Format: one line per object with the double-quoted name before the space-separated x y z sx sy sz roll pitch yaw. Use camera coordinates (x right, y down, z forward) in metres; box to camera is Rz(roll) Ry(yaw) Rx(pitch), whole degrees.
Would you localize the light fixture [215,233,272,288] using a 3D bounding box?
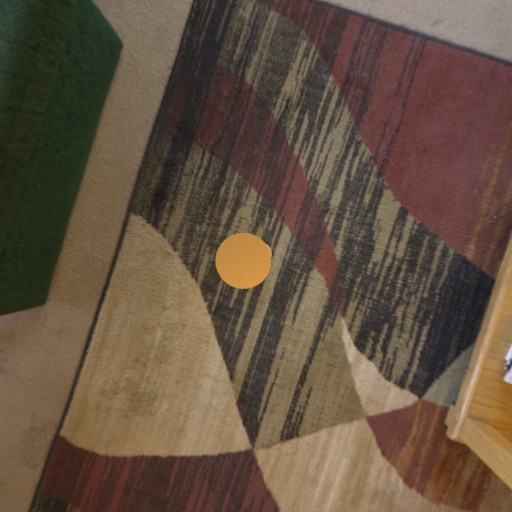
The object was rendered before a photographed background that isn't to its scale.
"light fixture" 0.000 0.000 1.786 0.129 1.669 0.129 0 91 2
